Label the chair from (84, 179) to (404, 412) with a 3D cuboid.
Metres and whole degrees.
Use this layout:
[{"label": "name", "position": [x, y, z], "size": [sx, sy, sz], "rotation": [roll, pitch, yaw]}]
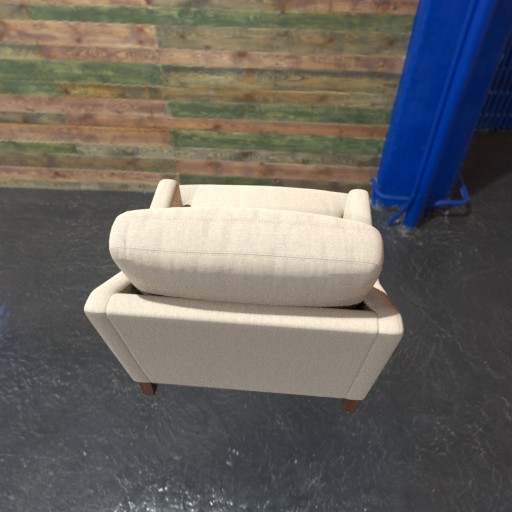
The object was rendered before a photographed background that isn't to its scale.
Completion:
[{"label": "chair", "position": [0.000, 0.000, 1.722], "size": [0.912, 0.916, 1.001], "rotation": [4, 45, 4]}]
